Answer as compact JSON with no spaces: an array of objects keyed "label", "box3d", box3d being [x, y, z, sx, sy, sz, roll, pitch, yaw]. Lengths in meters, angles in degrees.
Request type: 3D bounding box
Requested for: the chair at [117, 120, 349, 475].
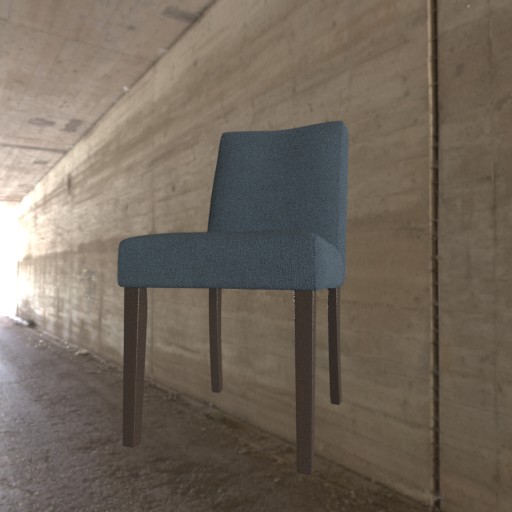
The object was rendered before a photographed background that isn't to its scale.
[{"label":"chair","box3d":[0.000,0.000,1.236,0.487,0.882,0.629,0,-1,19]}]
